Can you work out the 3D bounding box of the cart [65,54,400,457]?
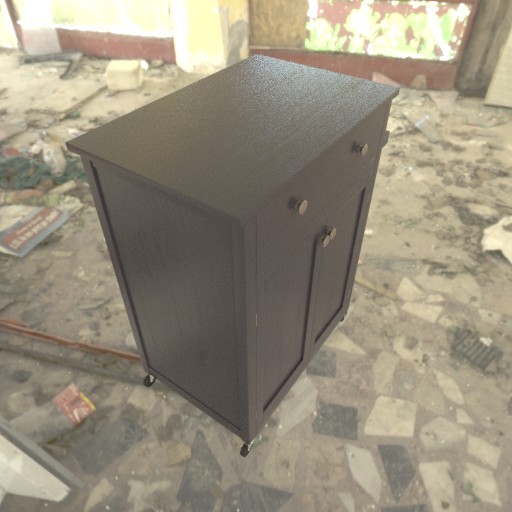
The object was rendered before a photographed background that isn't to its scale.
[{"bbox_3d":[0.000,0.000,1.289,0.449,0.878,0.690,25,48,25],"label":"cart"}]
